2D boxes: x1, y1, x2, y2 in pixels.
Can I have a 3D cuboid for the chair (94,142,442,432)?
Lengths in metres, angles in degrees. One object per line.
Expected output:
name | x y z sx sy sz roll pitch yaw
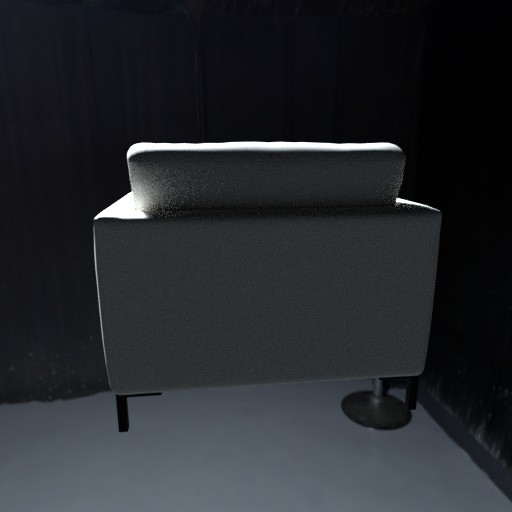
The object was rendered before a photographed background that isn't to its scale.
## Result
chair | 0.000 0.000 1.627 0.964 0.806 0.875 -2 14 -7
